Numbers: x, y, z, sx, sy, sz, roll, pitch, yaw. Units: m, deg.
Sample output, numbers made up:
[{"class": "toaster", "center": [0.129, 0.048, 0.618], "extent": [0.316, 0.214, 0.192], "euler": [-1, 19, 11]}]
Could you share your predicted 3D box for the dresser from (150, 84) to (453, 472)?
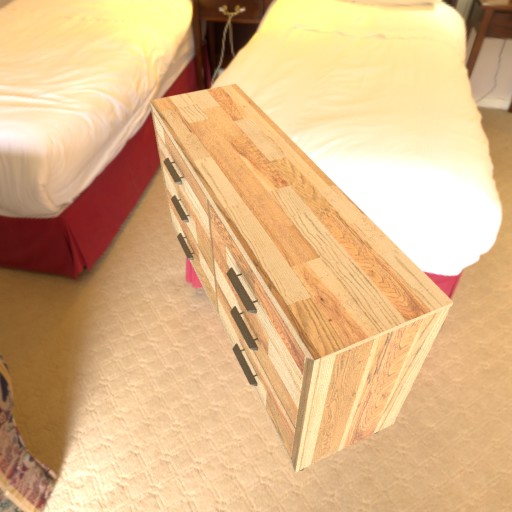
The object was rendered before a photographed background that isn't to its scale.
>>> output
[{"class": "dresser", "center": [0.000, 0.000, 1.941], "extent": [0.487, 0.834, 1.547], "euler": [-18, 48, -17]}]
